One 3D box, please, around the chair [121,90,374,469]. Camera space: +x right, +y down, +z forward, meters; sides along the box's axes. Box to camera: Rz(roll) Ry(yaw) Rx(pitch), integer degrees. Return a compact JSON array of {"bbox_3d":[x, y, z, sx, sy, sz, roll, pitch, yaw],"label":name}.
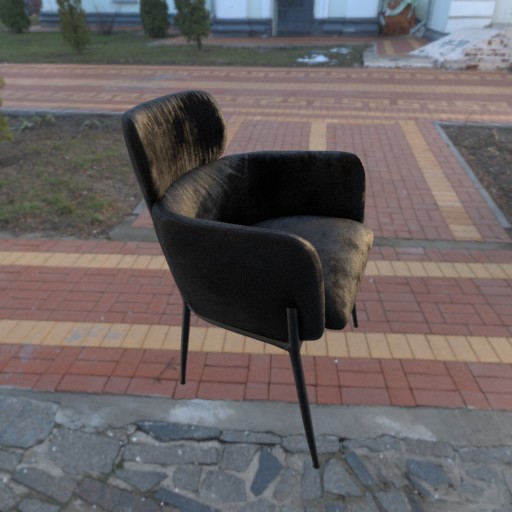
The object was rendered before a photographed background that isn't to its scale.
[{"bbox_3d":[0.000,0.000,1.261,0.604,0.818,0.640,11,32,18],"label":"chair"}]
